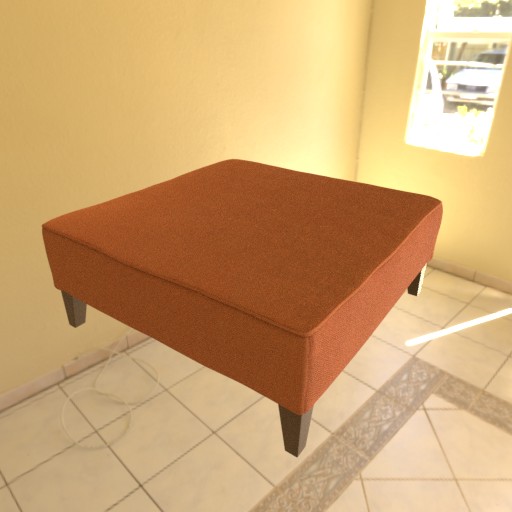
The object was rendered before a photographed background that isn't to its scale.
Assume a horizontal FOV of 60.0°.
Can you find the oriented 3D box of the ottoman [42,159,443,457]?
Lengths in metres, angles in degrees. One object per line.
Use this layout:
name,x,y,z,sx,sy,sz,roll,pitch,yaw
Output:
ottoman,0.000,0.000,1.572,0.999,0.438,0.997,18,32,31
